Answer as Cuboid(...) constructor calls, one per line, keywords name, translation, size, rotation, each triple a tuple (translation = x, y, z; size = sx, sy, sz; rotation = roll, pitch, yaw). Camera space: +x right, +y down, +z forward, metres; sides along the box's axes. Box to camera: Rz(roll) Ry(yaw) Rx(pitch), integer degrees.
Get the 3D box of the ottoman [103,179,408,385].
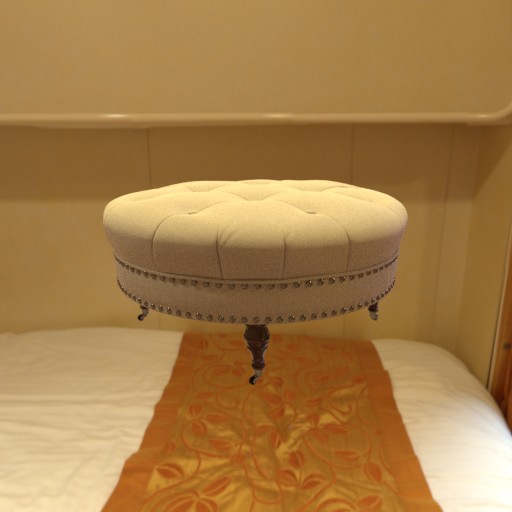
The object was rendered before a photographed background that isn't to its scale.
Cuboid(name="ottoman", translation=(0.000, 0.000, 1.401), size=(0.901, 0.439, 0.901), rotation=(0, 15, 0))
